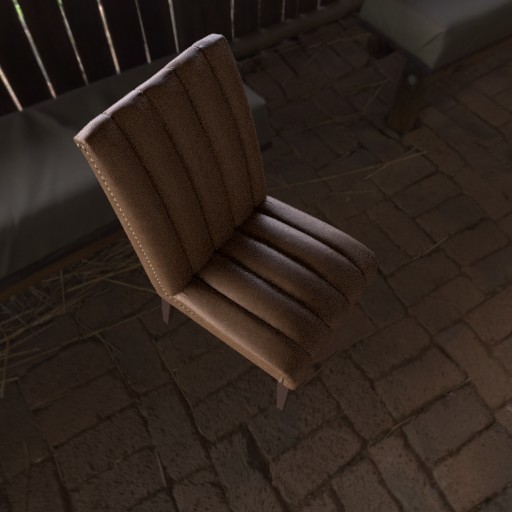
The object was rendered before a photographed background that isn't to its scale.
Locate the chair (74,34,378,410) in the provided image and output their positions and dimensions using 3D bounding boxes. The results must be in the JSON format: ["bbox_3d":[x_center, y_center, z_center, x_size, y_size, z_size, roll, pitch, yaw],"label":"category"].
[{"bbox_3d":[0.000,0.000,1.371,0.647,1.016,0.511,32,63,18],"label":"chair"}]
